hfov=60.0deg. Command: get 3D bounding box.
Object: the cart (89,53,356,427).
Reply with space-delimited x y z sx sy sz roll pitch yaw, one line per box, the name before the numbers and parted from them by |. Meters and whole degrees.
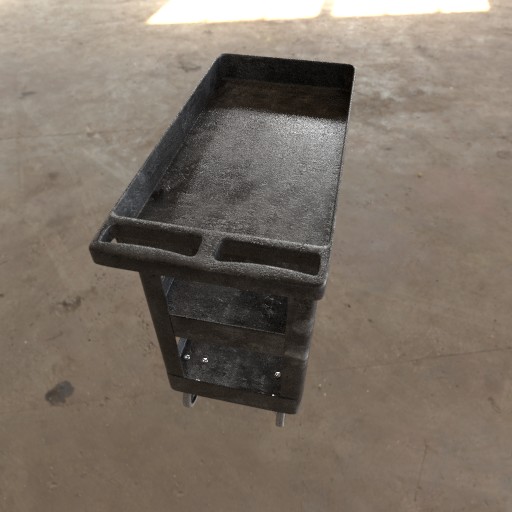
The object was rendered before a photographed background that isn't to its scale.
cart | 0.000 0.000 1.327 0.420 0.824 0.877 9 47 8
